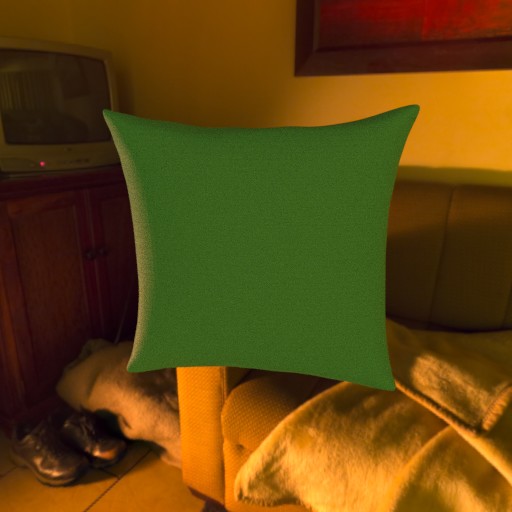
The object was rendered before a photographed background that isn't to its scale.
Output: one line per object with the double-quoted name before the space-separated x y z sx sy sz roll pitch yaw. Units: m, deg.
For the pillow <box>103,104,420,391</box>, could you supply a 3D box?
"pillow" 0.000 0.000 0.772 0.514 0.497 0.150 2 17 7
